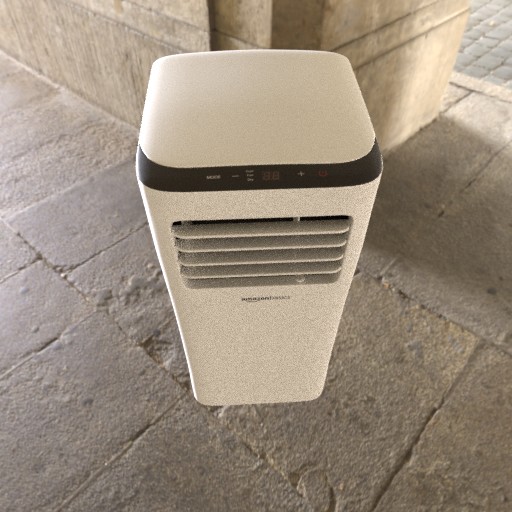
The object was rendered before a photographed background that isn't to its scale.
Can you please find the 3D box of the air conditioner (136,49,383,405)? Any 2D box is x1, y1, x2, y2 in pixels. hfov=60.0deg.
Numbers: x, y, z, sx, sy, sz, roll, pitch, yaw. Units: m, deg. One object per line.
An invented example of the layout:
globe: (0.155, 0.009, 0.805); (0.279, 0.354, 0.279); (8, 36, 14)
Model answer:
air conditioner: (0.000, 0.000, 0.936); (0.352, 0.716, 0.369); (-2, 46, -2)
